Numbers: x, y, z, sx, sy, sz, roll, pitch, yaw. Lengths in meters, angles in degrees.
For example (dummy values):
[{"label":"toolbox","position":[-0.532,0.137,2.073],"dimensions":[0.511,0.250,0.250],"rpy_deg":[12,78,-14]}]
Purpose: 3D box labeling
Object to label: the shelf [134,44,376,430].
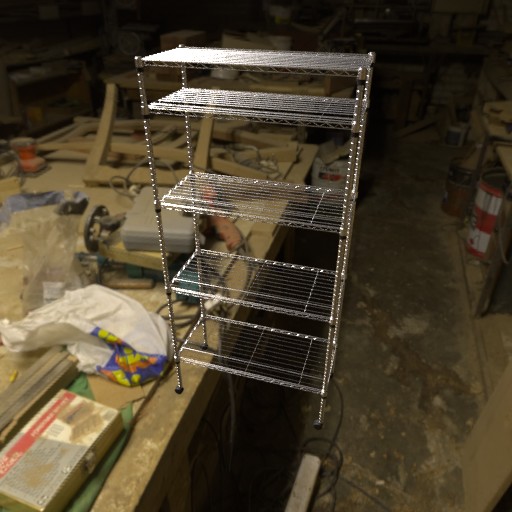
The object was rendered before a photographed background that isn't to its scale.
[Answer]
[{"label":"shelf","position":[0.000,0.000,1.902],"dimensions":[0.762,1.587,0.356],"rpy_deg":[9,33,14]}]
